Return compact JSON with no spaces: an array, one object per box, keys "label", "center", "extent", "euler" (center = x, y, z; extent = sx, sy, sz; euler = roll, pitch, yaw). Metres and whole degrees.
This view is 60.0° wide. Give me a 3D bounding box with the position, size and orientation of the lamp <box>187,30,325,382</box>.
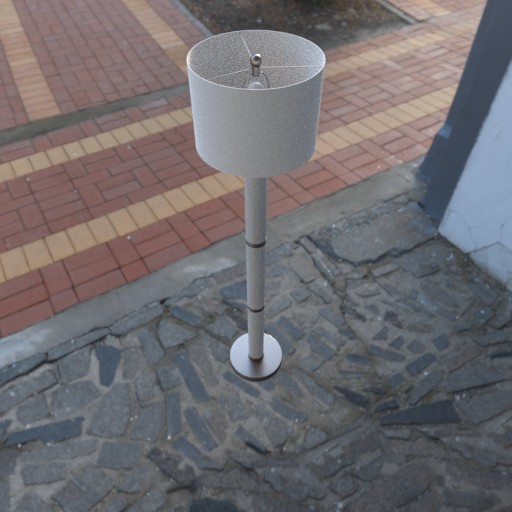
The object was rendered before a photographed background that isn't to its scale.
[{"label":"lamp","center":[0.000,0.000,1.782],"extent":[0.377,1.599,0.377],"euler":[-11,48,-10]}]
